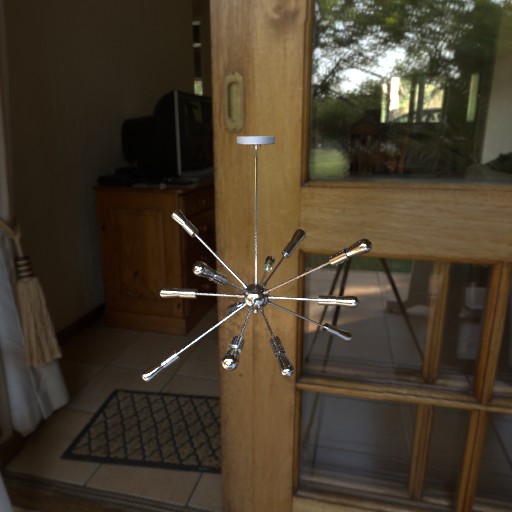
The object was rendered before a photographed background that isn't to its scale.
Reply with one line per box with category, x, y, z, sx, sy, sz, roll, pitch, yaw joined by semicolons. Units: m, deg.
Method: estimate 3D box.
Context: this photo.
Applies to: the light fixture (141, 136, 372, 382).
light fixture;0.000;0.000;1.072;0.509;0.558;0.684;2;16;8
